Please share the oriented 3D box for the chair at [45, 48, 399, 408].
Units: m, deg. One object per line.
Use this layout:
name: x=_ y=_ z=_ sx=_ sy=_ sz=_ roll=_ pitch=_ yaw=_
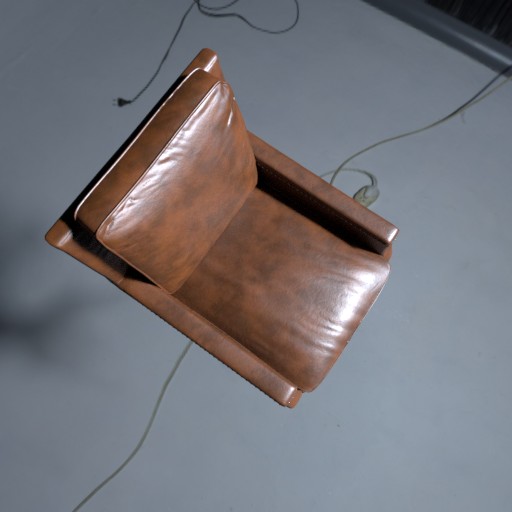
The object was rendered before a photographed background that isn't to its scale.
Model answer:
chair: x=0.000 y=0.000 z=1.818 sx=1.035 sy=1.054 sz=0.854 roll=34 pitch=78 yaw=8
